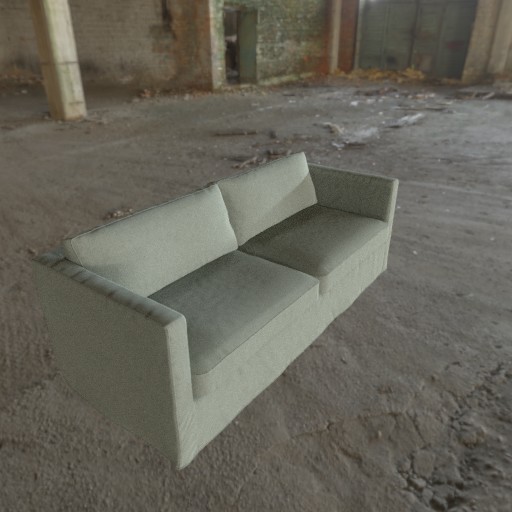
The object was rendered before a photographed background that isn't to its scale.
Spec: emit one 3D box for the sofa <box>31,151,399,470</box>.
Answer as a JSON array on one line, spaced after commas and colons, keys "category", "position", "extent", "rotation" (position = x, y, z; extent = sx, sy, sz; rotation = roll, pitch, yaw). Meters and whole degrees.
[{"category": "sofa", "position": [0.000, 0.000, 2.756], "extent": [0.962, 0.853, 2.312], "rotation": [18, 32, 32]}]
